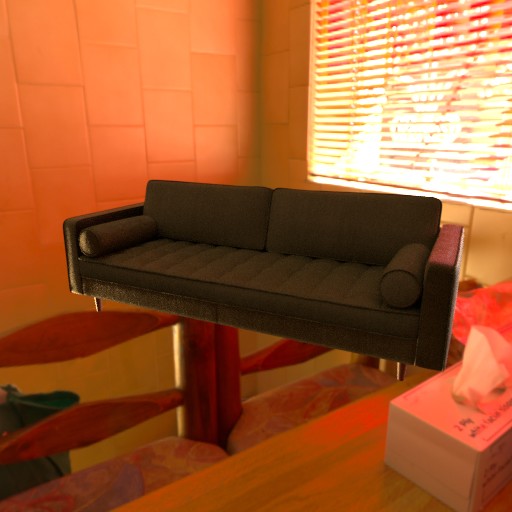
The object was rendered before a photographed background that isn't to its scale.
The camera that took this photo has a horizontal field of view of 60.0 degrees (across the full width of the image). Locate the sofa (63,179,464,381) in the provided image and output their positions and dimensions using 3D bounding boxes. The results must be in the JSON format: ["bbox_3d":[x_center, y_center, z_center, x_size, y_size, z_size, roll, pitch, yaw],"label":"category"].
[{"bbox_3d":[0.000,0.000,2.627,2.199,0.769,0.918,8,17,25],"label":"sofa"}]
